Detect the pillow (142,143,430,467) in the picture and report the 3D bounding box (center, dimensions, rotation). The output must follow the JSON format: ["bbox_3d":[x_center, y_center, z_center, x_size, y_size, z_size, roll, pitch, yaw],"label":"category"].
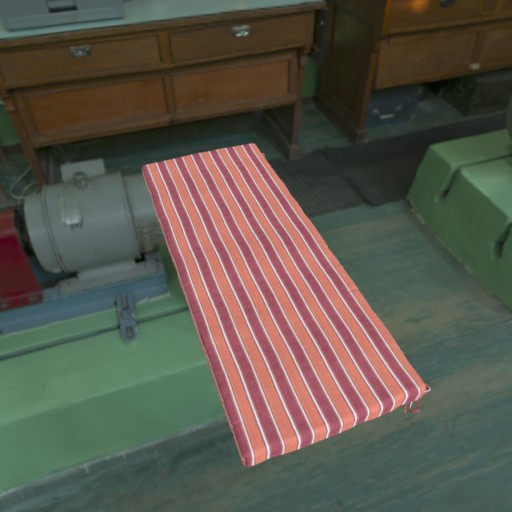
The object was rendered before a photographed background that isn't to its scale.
[{"bbox_3d":[0.000,0.000,1.363,0.492,0.081,1.187,-15,47,-14],"label":"pillow"}]
